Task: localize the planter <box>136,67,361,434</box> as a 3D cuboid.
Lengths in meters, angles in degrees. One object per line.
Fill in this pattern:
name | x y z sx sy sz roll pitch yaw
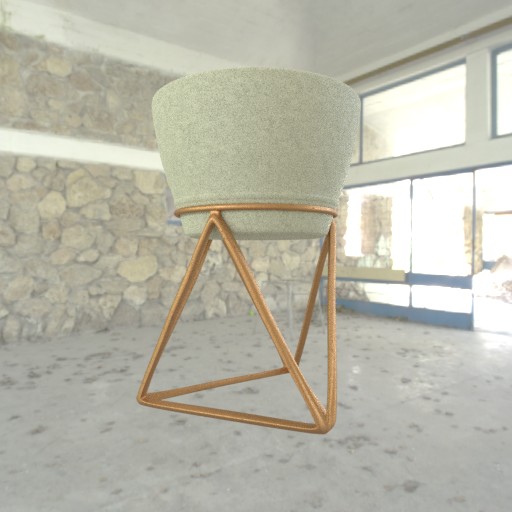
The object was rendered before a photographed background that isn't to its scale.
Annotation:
planter | 0.000 0.000 0.762 0.350 0.504 0.350 0 0 -36
